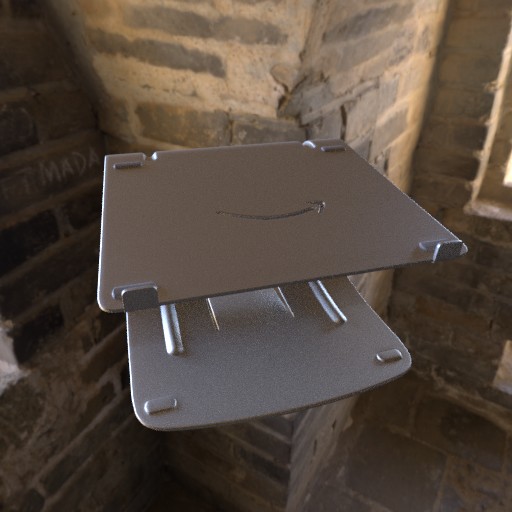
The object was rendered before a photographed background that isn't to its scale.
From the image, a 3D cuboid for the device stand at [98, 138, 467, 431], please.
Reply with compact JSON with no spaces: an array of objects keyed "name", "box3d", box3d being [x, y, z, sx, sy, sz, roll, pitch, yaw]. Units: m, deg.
[{"name":"device stand","box3d":[0.000,0.000,0.400,0.256,0.155,0.236,-8,29,-15]}]
